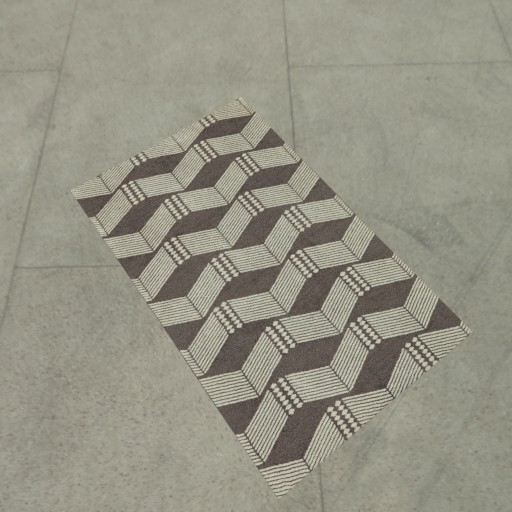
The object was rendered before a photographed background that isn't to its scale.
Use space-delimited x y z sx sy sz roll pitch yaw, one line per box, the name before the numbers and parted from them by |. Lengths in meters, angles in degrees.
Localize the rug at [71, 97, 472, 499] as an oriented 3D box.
rug | 0.000 0.000 2.960 1.517 0.011 2.435 -34 69 -15
